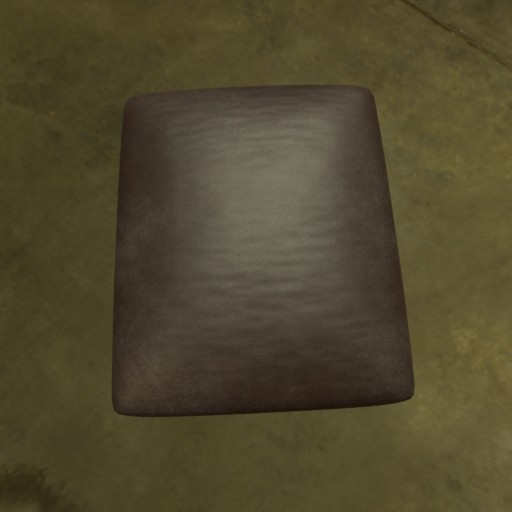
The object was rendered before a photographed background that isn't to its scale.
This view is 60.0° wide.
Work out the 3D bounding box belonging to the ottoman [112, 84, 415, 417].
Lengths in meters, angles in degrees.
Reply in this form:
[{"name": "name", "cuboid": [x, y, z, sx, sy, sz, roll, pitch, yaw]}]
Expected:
[{"name": "ottoman", "cuboid": [0.000, 0.000, 1.232, 0.670, 0.569, 0.806, -3, 74, -1]}]
